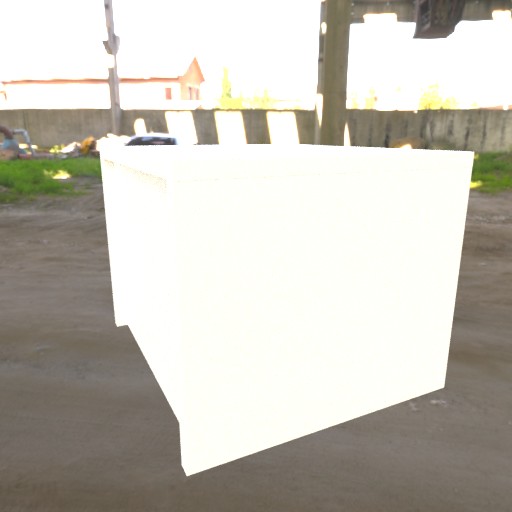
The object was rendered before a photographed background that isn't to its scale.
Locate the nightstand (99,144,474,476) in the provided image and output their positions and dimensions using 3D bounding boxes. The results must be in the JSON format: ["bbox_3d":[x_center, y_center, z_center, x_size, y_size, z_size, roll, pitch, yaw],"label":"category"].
[{"bbox_3d":[0.000,0.000,0.745,0.408,0.351,0.470,-8,17,-25],"label":"nightstand"}]
